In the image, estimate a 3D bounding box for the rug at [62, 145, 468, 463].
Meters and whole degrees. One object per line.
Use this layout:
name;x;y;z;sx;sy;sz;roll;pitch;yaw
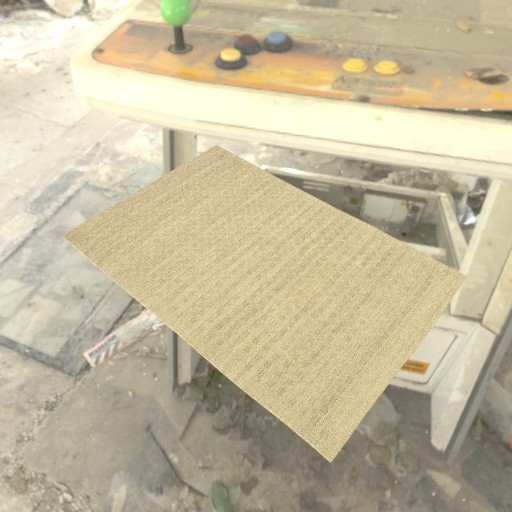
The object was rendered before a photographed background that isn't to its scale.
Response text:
rug;0.000;0.000;2.977;2.297;0.018;1.532;33;55;27
